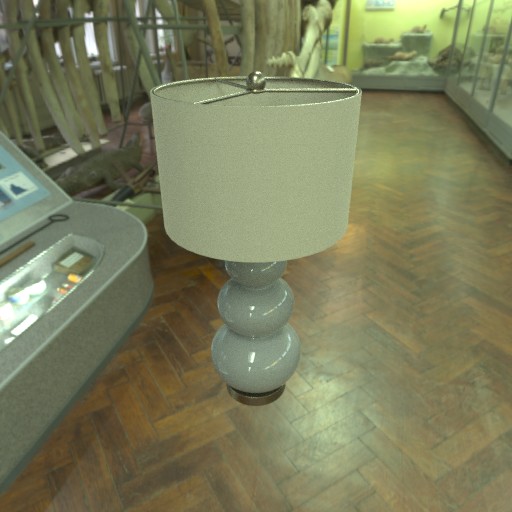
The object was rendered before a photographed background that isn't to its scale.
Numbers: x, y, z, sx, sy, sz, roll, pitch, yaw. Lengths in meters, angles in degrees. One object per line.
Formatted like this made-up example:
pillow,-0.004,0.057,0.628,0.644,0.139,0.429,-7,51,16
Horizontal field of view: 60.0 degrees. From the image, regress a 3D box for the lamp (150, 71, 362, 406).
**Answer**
lamp,0.000,0.000,0.945,0.367,0.730,0.367,-8,29,-15
